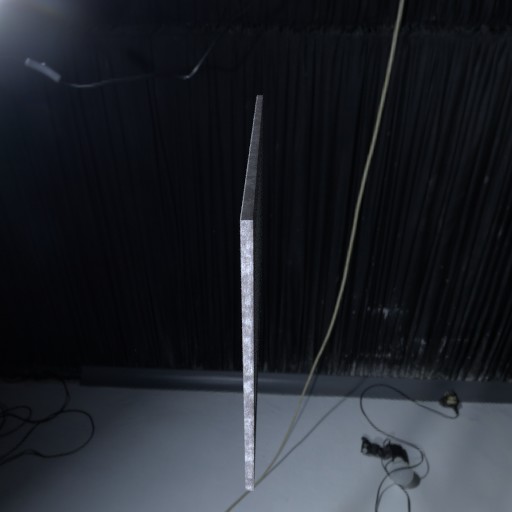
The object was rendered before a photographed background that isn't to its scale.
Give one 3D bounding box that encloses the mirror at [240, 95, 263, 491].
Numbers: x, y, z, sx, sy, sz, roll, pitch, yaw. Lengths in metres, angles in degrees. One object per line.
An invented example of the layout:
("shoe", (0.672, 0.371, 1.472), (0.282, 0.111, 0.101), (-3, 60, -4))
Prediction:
("mirror", (0.000, 0.000, 1.446), (0.022, 0.795, 1.101), (1, 31, 1))
